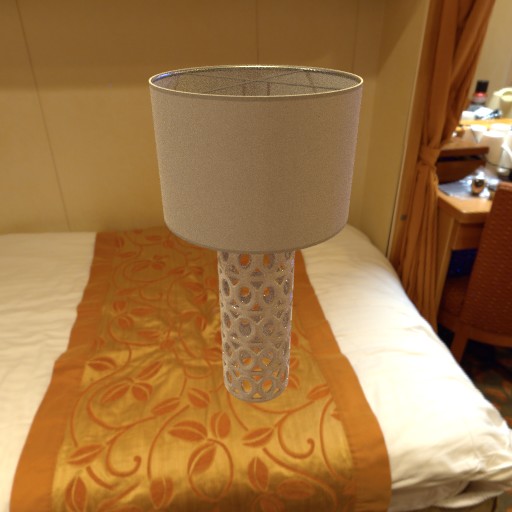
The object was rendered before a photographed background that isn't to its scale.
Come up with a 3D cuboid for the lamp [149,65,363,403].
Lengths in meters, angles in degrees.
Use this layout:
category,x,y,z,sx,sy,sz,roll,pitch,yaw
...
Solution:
category,x,y,z,sx,sy,sz,roll,pitch,yaw
lamp,0.000,0.000,0.844,0.325,0.636,0.324,19,35,29
